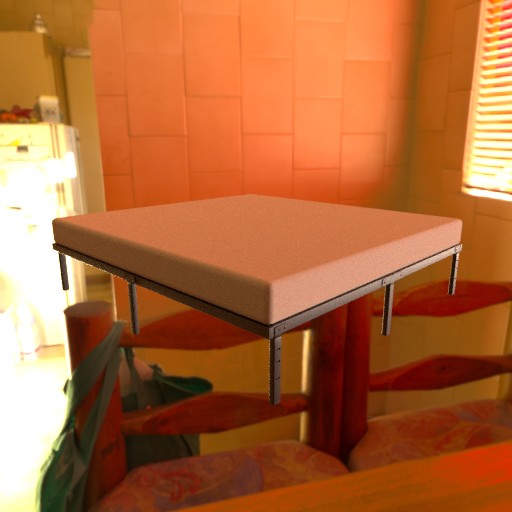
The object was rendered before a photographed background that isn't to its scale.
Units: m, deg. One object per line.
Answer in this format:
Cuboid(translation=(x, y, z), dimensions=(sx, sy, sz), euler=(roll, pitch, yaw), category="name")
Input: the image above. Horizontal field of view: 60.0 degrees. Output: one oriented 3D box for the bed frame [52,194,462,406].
Cuboid(translation=(0.000, 0.000, 3.951), dimensions=(2.635, 0.680, 2.526), euler=(14, 20, 42), category="bed frame")
